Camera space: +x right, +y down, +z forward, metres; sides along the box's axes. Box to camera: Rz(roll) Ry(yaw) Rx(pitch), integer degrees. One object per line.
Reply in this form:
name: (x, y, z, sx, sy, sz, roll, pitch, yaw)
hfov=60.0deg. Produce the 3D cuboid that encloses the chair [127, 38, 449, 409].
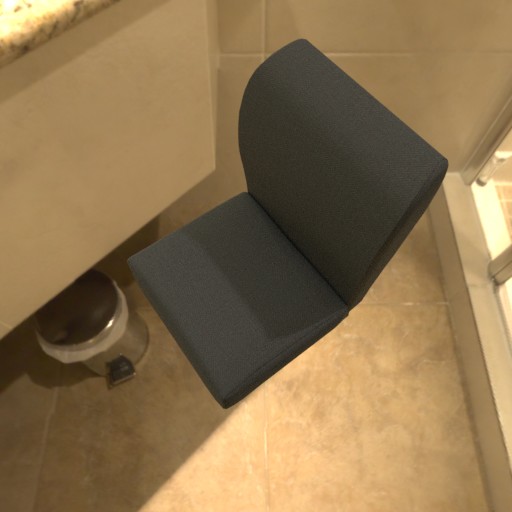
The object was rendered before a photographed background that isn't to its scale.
chair: (0.000, 0.000, 1.183, 0.592, 0.804, 0.513, -35, 68, -16)
